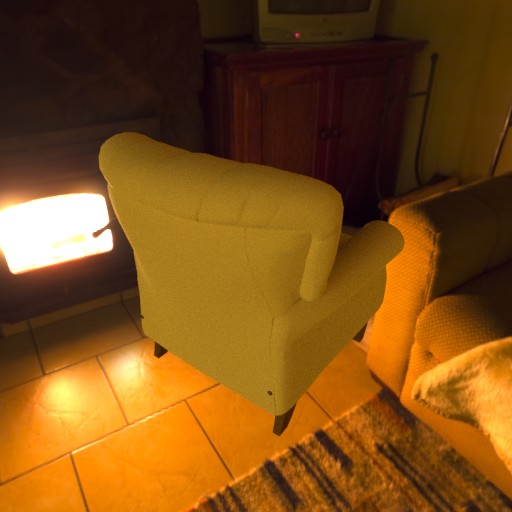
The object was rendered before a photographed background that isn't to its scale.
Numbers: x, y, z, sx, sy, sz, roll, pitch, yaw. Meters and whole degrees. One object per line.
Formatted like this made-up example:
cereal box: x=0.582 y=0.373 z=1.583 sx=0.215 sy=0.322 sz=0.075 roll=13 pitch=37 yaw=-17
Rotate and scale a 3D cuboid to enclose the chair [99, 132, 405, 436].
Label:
chair: x=0.000 y=0.000 z=2.010 sx=1.035 sy=1.169 sz=1.132 roll=22 pitch=37 yaw=32
